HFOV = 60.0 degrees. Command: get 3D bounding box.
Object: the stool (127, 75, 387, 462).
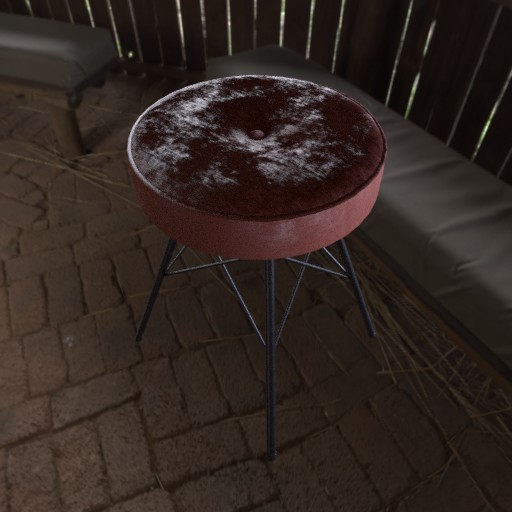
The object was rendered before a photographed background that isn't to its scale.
[{"bbox_3d":[0.000,0.000,0.907,0.457,0.593,0.421,33,55,27],"label":"stool"}]
